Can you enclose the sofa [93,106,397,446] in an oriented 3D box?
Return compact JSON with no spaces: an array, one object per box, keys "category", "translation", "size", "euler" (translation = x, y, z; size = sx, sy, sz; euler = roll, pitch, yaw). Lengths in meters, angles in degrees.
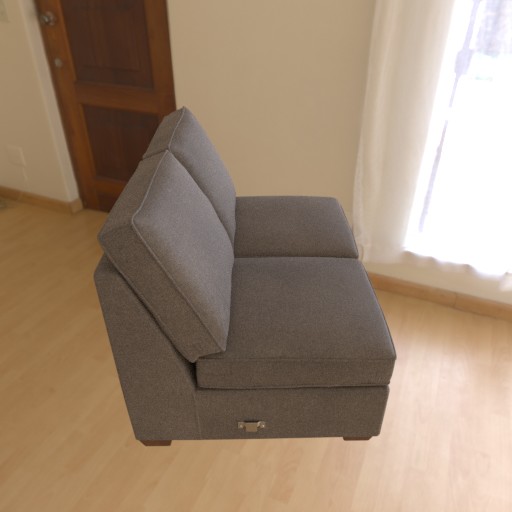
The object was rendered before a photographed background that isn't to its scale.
[{"category":"sofa","translation":[0.000,0.000,1.953],"size":[0.951,1.008,1.237],"euler":[0,33,-1]}]
